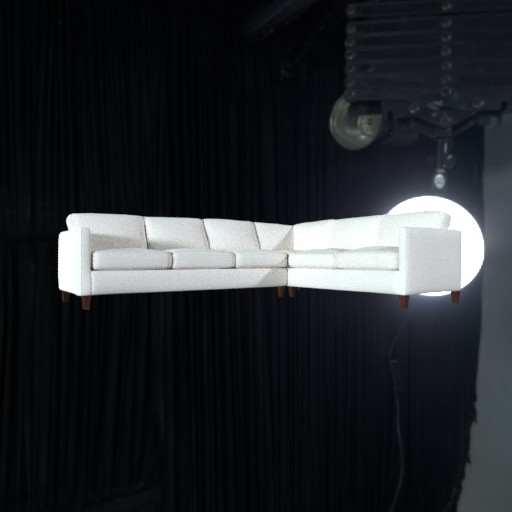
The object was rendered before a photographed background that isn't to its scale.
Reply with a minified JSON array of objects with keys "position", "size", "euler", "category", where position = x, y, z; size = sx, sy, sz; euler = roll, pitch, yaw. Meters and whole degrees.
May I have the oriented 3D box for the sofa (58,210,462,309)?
[{"position":[0.000,0.000,4.516],"size":[3.302,0.947,2.593],"euler":[0,-1,-35],"category":"sofa"}]
